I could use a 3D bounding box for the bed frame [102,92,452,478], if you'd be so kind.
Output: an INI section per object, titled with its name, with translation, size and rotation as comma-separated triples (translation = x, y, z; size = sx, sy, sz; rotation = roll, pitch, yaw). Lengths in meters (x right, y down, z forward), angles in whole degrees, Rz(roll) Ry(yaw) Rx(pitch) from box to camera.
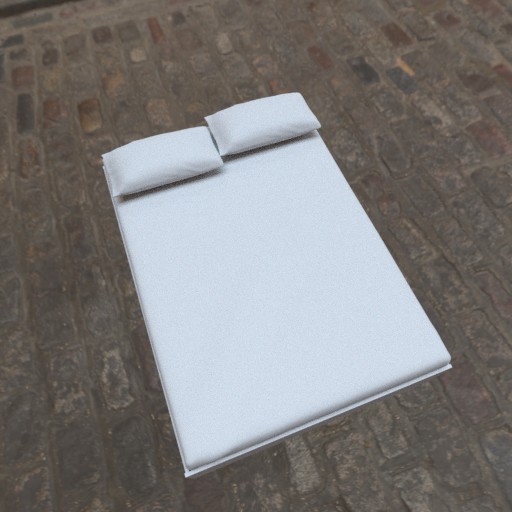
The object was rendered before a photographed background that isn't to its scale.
[bed frame]
translation = 0.000, 0.000, 2.612
size = 1.450, 0.629, 1.950
rotation = -19, 64, -9
